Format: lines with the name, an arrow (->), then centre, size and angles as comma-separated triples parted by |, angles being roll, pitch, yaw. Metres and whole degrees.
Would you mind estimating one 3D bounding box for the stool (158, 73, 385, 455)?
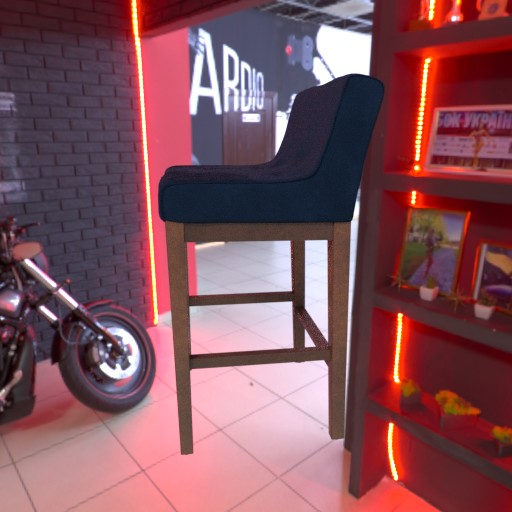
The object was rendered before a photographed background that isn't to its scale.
stool -> 0.000, 0.000, 1.288 | 0.516, 0.945, 0.511 | -2, 16, -8
